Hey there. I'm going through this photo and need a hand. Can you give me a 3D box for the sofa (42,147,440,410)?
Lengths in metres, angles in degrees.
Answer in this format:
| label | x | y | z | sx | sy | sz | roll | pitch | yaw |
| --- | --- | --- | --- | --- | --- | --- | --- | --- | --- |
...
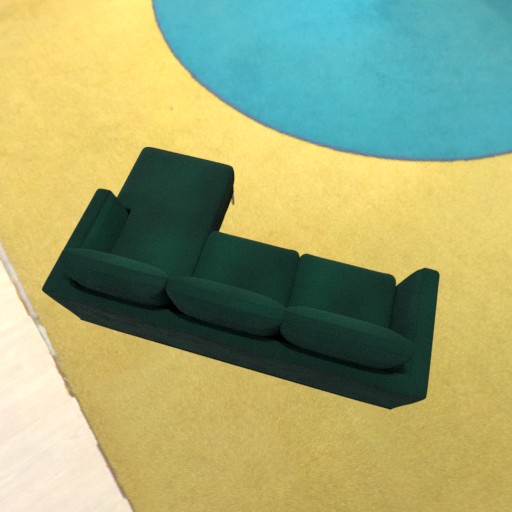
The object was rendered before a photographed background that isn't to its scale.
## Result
| label | x | y | z | sx | sy | sz | roll | pitch | yaw |
| --- | --- | --- | --- | --- | --- | --- | --- | --- | --- |
| sofa | 0.000 | 0.000 | 3.206 | 2.441 | 1.007 | 1.489 | 14 | 63 | 7 |
